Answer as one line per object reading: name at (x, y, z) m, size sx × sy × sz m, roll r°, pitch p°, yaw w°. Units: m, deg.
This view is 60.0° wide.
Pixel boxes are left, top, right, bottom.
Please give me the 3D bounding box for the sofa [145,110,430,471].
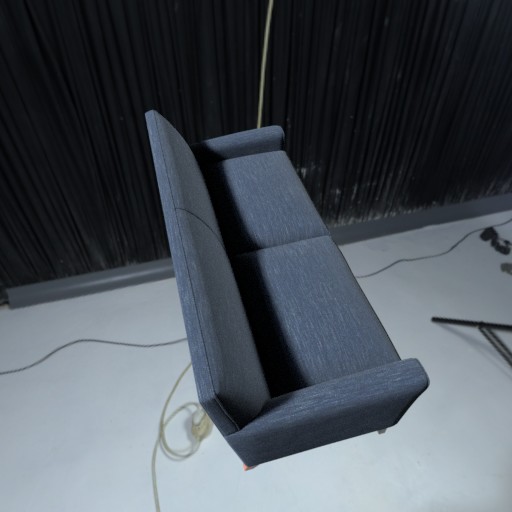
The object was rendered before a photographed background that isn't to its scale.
sofa at (0.000, 0.000, 2.394) m, size 0.875 × 0.846 × 1.976 m, roll -11°, pitch 47°, yaw -10°
